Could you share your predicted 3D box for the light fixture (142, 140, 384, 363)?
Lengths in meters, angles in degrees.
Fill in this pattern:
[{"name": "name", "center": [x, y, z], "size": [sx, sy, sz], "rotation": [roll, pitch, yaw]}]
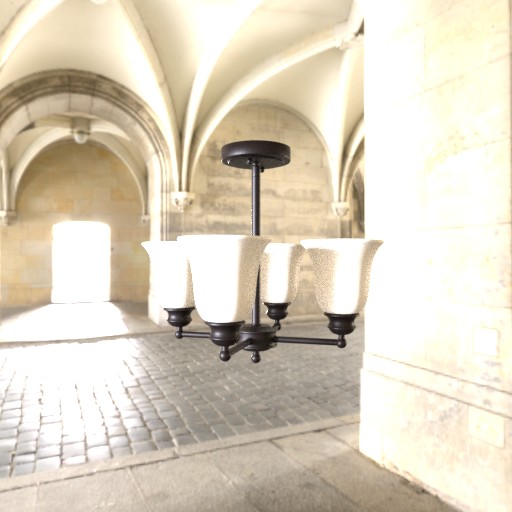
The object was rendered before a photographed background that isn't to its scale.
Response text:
[{"name": "light fixture", "center": [0.000, 0.000, 1.921], "size": [1.069, 0.925, 1.069], "rotation": [0, -1, 17]}]
